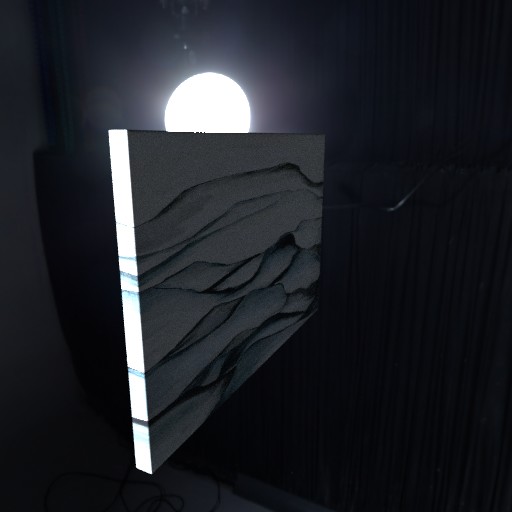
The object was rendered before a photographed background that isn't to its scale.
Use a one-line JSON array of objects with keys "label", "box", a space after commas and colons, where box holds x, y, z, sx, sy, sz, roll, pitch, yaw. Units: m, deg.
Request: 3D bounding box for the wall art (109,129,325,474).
[{"label": "wall art", "box": [0.000, 0.000, 1.136, 0.039, 0.609, 0.914, 8, 17, 26]}]
